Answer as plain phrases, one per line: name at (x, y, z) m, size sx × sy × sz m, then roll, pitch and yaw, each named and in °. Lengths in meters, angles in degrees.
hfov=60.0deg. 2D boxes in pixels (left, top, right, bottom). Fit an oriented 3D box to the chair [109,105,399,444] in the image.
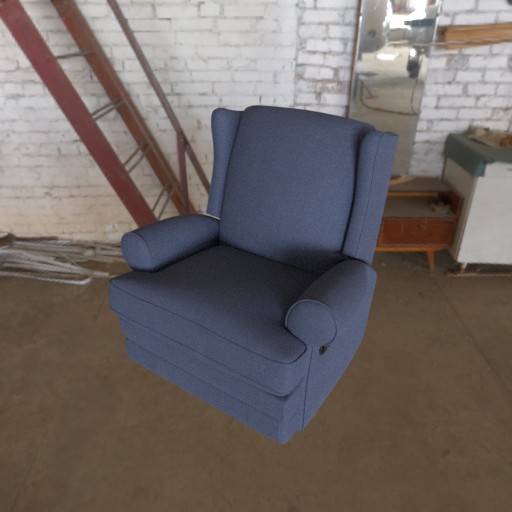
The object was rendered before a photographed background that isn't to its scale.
chair at (0.000, 0.000, 1.779) m, size 0.971 × 1.020 × 0.877 m, roll 19°, pitch 35°, yaw 29°
